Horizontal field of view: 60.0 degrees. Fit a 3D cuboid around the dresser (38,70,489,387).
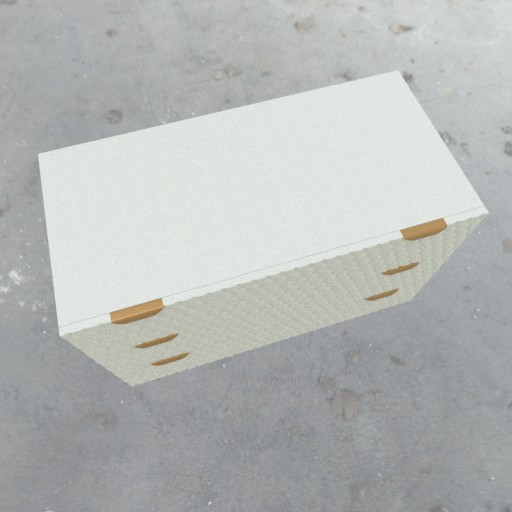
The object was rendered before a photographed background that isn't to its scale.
[{"bbox_3d":[0.000,0.000,1.302,0.905,0.721,0.457,-16,65,-8],"label":"dresser"}]
